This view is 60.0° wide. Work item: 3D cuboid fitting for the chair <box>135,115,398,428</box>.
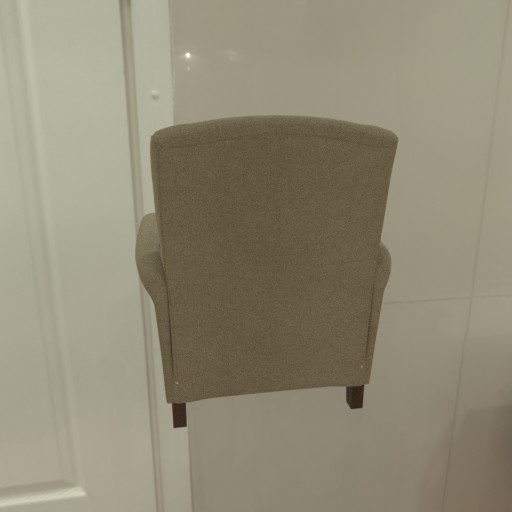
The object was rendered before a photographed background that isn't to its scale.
[{"bbox_3d":[0.000,0.000,1.813,0.978,1.061,0.905,-3,15,-10],"label":"chair"}]
